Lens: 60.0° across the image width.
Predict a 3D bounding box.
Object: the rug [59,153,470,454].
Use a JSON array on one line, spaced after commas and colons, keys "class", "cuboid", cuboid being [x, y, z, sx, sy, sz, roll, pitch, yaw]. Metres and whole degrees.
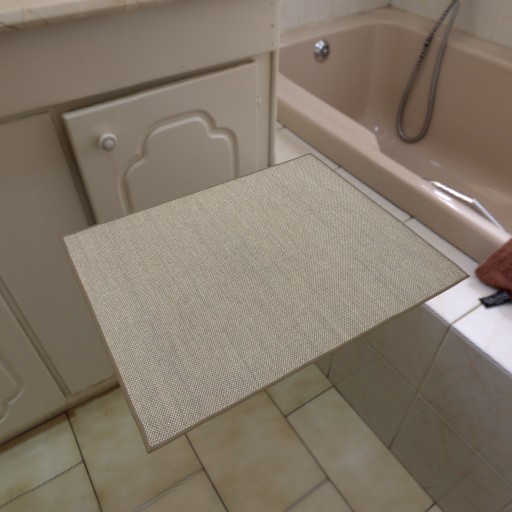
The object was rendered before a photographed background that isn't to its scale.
[{"class": "rug", "cuboid": [0.000, 0.000, 4.116, 3.041, 0.020, 2.413, -23, 49, -22]}]
